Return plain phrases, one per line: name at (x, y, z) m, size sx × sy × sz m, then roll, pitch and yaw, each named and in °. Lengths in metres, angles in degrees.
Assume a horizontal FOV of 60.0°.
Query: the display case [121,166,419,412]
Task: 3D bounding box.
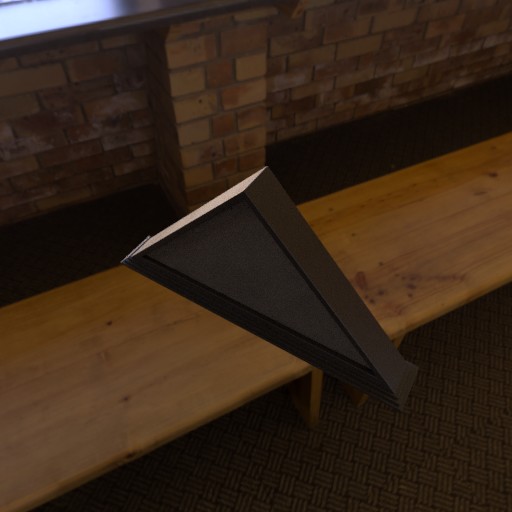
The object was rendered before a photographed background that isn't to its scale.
display case at (0.000, 0.000, 0.769) m, size 0.640 × 0.340 × 0.095 m, roll 25°, pitch 53°, yaw 20°
